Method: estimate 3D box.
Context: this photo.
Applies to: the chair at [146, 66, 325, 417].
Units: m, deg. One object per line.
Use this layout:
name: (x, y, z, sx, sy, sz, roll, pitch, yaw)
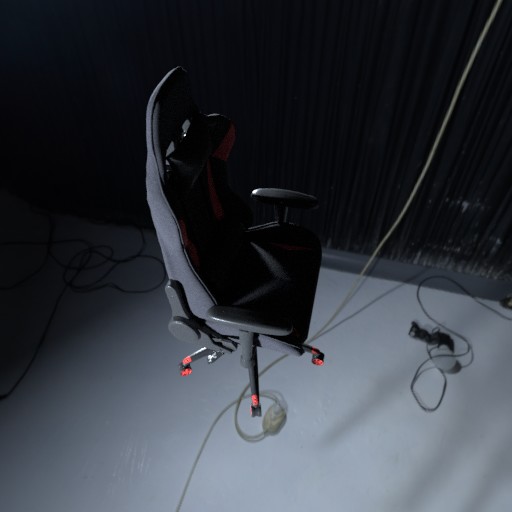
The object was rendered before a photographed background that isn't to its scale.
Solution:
chair: (0.000, 0.000, 1.673, 0.658, 1.326, 0.695, 10, 48, 9)
